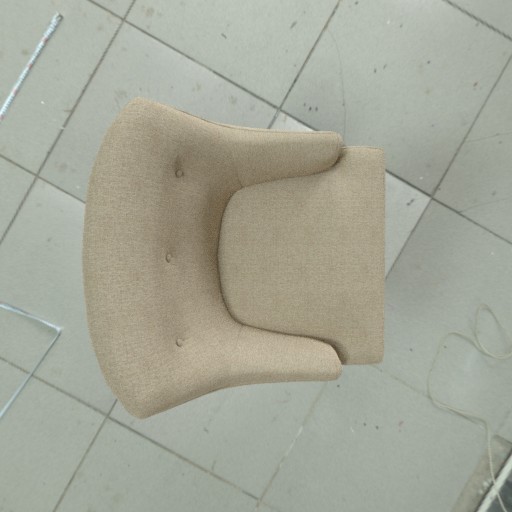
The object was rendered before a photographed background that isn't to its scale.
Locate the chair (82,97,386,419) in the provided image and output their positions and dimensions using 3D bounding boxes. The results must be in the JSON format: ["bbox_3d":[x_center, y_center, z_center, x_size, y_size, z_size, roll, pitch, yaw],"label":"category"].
[{"bbox_3d":[0.000,0.000,1.547,0.923,0.856,0.864,0,91,-1],"label":"chair"}]
